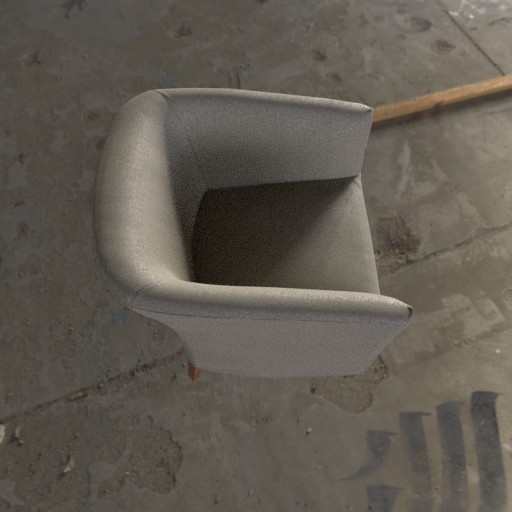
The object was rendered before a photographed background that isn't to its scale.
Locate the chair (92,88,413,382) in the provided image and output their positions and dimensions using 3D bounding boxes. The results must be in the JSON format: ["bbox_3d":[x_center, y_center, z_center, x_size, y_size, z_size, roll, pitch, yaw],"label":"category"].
[{"bbox_3d":[0.000,0.000,1.257,0.668,0.771,0.600,-2,63,-1],"label":"chair"}]
